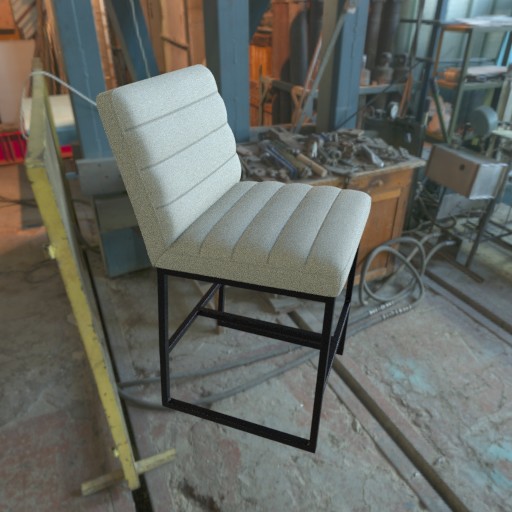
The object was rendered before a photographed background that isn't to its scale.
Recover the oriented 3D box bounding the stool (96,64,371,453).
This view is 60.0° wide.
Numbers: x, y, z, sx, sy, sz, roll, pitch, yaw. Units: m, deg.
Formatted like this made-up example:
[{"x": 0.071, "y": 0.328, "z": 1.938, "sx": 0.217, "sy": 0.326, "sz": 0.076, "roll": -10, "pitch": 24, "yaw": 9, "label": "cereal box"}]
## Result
[{"x": 0.000, "y": 0.000, "z": 1.252, "sx": 0.560, "sy": 0.940, "sz": 0.460, "roll": 11, "pitch": 32, "yaw": 17, "label": "stool"}]
